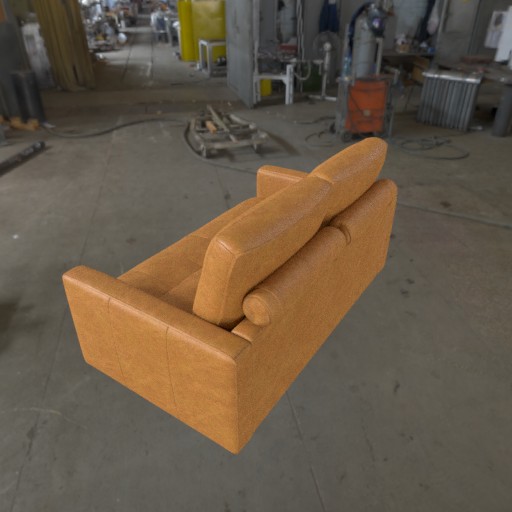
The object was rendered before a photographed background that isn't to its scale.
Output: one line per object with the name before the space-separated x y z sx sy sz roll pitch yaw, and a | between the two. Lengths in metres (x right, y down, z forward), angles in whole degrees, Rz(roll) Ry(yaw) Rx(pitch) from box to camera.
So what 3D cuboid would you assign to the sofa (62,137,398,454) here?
sofa | 0.000 0.000 2.003 0.868 0.898 1.430 19 36 28
